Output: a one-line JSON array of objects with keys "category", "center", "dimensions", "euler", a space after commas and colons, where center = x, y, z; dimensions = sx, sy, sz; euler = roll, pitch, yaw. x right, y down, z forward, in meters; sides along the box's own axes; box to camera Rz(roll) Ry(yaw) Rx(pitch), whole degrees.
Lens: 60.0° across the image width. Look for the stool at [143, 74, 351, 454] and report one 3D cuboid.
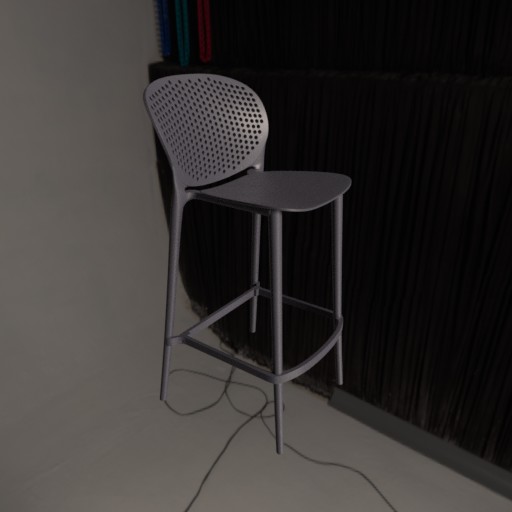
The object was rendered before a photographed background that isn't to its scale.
[{"category": "stool", "center": [0.000, 0.000, 1.399], "dimensions": [0.535, 1.045, 0.536], "euler": [18, 31, 33]}]
